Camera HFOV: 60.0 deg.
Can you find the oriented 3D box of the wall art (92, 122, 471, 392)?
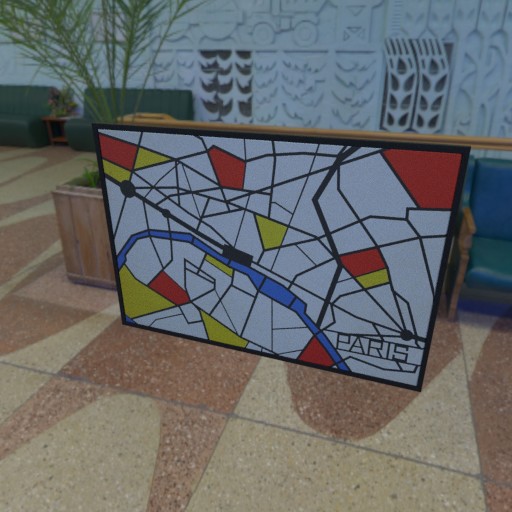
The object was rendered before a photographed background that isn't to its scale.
[{"bbox_3d":[0.000,0.000,1.223,0.963,0.665,0.013,9,27,18],"label":"wall art"}]
